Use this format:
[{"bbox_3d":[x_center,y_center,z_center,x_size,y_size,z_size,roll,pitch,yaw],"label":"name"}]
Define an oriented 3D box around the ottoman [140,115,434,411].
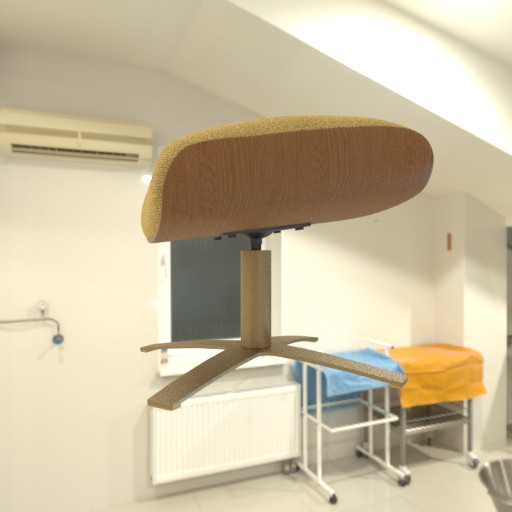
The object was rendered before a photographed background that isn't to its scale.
[{"bbox_3d":[0.000,0.000,0.795,0.394,0.391,0.520,0,0,-16],"label":"ottoman"}]
